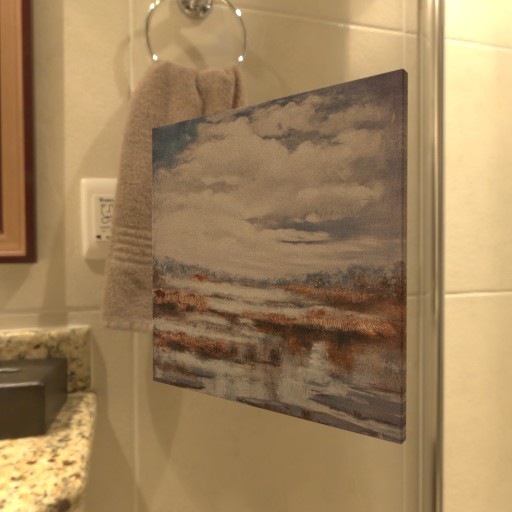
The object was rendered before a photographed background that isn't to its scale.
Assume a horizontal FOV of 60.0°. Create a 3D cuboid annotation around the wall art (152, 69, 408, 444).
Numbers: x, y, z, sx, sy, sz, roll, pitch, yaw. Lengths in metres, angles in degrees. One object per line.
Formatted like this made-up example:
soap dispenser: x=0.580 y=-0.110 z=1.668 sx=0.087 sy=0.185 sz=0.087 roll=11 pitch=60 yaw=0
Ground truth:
wall art: x=0.000 y=0.000 z=1.328 sx=0.888 sy=0.897 sz=0.035 roll=1 pitch=1 yaw=36
